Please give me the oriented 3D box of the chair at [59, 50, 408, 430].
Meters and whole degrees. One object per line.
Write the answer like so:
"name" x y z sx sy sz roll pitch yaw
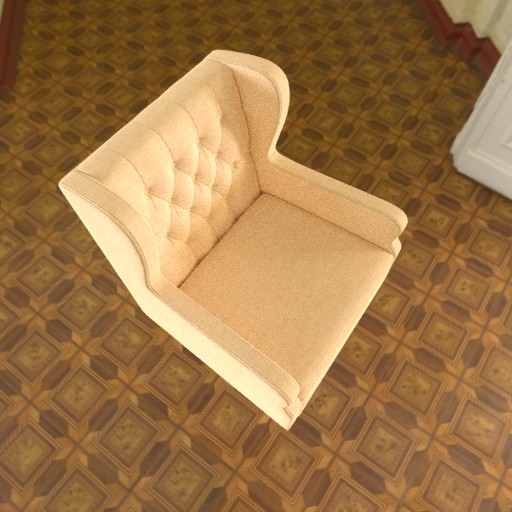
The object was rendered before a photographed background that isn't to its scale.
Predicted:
"chair" 0.000 0.000 1.460 0.760 0.930 0.710 31 65 17
